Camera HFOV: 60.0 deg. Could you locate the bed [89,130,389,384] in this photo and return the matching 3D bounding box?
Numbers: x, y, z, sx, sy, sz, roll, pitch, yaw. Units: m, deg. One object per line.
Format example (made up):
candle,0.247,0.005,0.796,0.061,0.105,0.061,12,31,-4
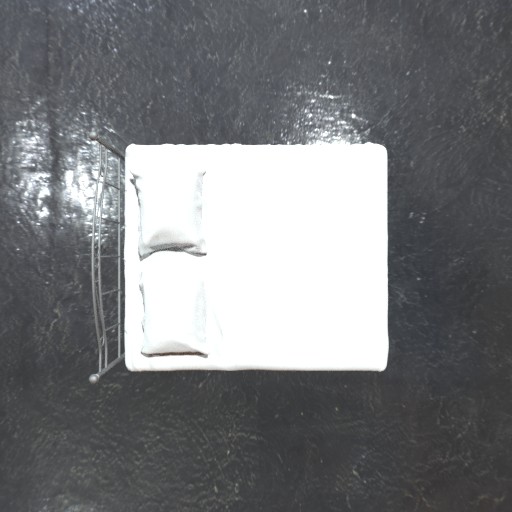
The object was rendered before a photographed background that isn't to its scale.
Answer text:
bed,0.000,0.000,3.391,2.215,1.080,1.936,0,90,0
